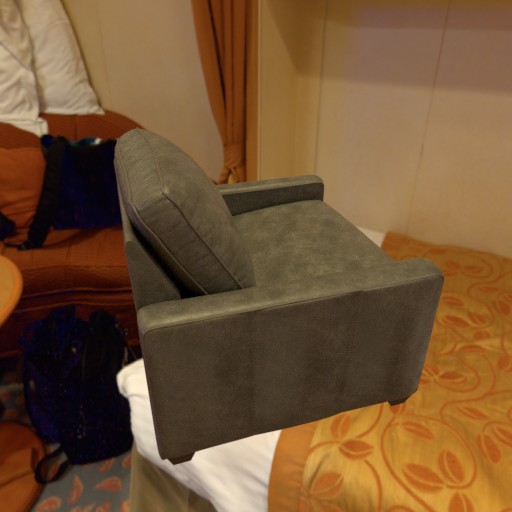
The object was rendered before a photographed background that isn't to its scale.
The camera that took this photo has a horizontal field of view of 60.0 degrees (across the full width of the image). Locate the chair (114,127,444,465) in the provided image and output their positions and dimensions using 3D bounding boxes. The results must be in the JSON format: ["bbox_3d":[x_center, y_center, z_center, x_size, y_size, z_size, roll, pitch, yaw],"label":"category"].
[{"bbox_3d":[0.000,0.000,1.710,0.939,0.916,1.006,-9,30,-15],"label":"chair"}]
